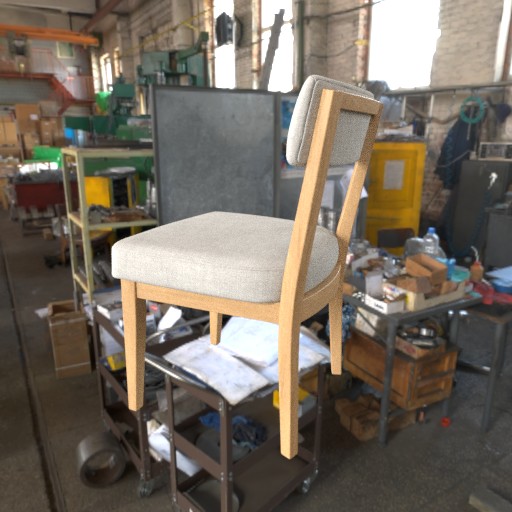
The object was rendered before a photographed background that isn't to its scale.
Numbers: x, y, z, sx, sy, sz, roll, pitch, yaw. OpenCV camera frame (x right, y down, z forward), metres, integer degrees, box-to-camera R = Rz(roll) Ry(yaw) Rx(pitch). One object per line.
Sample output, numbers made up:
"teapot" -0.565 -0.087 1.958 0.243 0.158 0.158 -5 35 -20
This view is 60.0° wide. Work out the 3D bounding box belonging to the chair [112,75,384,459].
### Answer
"chair" 0.000 0.000 1.183 0.572 0.832 0.508 7 17 24
